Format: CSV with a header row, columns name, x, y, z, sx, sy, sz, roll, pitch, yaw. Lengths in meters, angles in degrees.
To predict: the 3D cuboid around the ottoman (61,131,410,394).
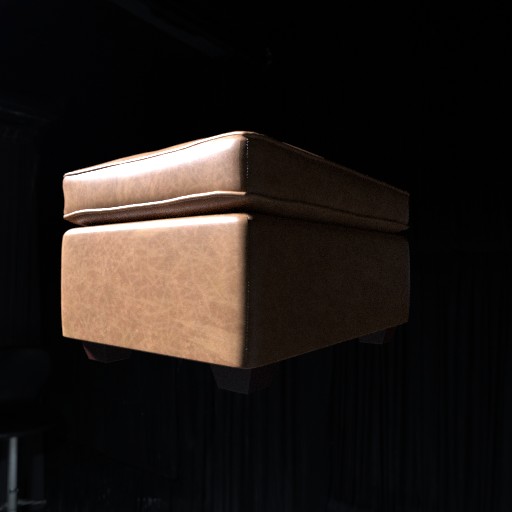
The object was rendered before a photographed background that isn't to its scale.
name,x,y,z,sx,sy,sz,roll,pitch,yaw
ottoman,0.000,0.000,1.118,0.554,0.468,0.756,-1,-2,37
